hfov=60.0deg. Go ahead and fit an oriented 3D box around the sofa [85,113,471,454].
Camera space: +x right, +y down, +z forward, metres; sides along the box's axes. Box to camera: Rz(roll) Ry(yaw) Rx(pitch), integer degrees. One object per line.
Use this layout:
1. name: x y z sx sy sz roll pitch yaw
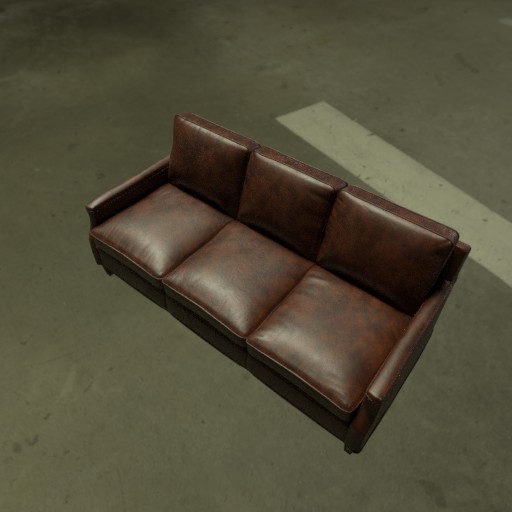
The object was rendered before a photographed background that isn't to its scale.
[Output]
1. sofa: 0.000 0.000 2.834 2.240 1.003 1.084 30 54 26
